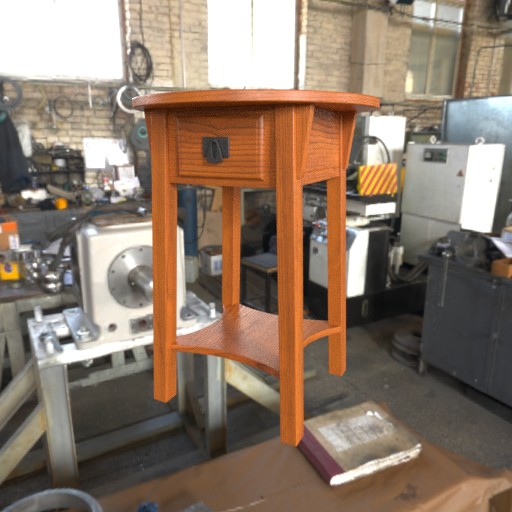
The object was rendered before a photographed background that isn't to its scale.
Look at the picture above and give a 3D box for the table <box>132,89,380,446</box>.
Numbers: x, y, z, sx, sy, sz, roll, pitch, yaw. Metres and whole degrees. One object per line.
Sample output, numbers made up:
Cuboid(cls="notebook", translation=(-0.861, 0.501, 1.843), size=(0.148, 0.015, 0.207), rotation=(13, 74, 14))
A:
Cuboid(cls="table", translation=(0.000, 0.000, 0.925), size=(0.457, 0.610, 0.457), rotation=(0, 15, 0))
